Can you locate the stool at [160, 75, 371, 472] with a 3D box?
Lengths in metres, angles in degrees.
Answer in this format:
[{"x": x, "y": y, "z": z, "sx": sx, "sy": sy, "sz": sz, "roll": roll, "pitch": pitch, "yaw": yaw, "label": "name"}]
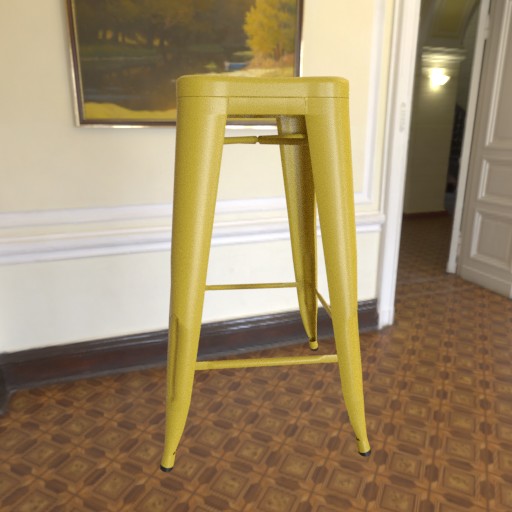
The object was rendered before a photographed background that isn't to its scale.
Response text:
[{"x": 0.000, "y": 0.000, "z": 0.839, "sx": 0.359, "sy": 0.609, "sz": 0.399, "roll": -2, "pitch": 16, "yaw": -6, "label": "stool"}]
